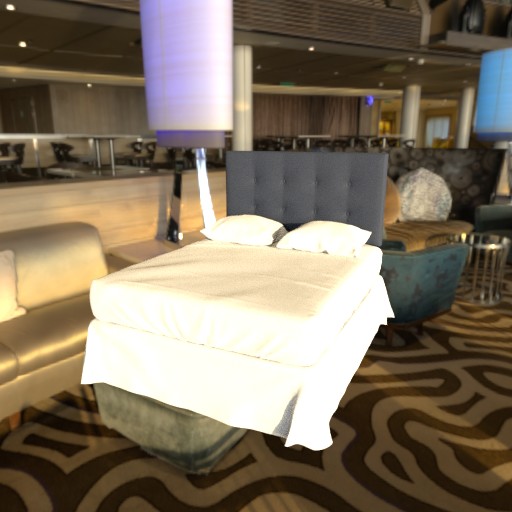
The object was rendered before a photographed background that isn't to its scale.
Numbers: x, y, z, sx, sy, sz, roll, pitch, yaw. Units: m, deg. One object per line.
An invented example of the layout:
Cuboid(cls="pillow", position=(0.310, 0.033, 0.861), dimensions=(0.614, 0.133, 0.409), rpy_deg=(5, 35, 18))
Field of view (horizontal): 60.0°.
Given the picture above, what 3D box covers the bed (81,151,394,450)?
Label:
Cuboid(cls="bed", position=(0.000, 0.000, 3.558), dimensions=(1.936, 1.577, 2.222), rpy_deg=(7, 17, 25))
